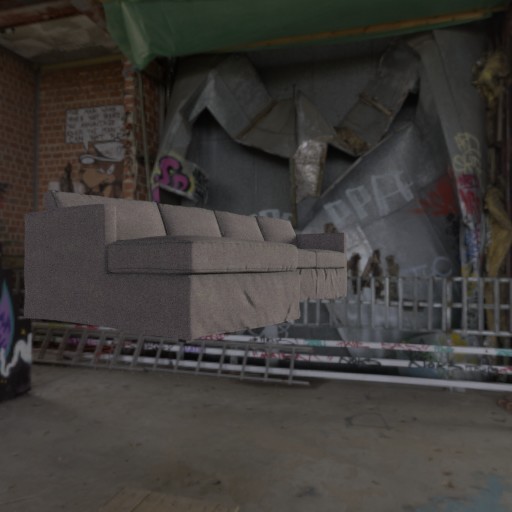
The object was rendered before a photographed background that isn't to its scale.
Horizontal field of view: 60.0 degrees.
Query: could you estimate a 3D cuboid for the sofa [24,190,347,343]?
[{"bbox_3d":[0.000,0.000,3.810,1.650,0.922,3.205,-1,-1,37],"label":"sofa"}]
